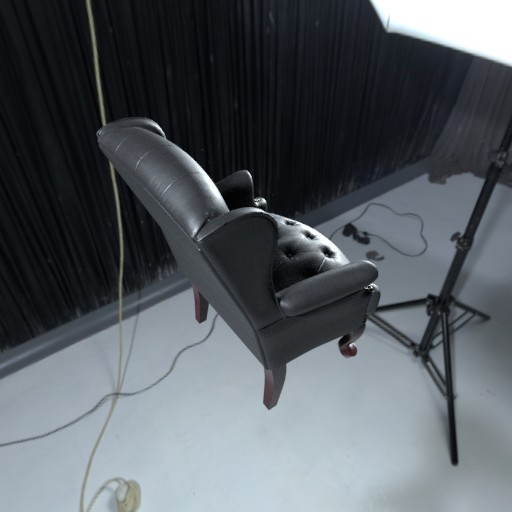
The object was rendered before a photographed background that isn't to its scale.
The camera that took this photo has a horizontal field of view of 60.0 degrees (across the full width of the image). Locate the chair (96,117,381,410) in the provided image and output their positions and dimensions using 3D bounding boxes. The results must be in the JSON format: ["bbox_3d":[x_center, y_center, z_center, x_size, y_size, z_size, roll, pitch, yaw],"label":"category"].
[{"bbox_3d":[0.000,0.000,1.733,0.822,1.133,0.831,-25,47,-26],"label":"chair"}]
